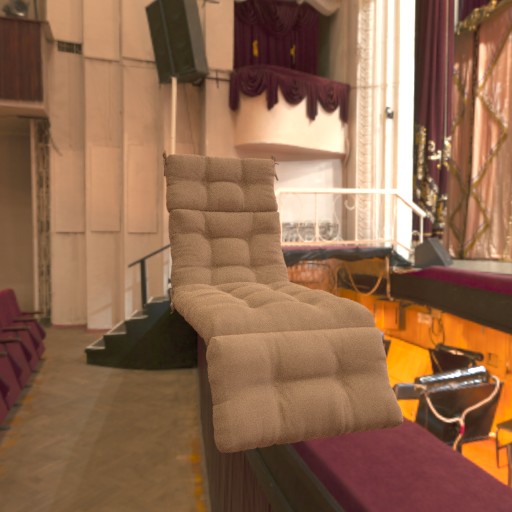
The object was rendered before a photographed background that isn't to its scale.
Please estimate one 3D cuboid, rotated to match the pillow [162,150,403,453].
[{"bbox_3d":[0.000,0.000,1.502,0.526,0.863,1.016,-1,2,-18],"label":"pillow"}]
